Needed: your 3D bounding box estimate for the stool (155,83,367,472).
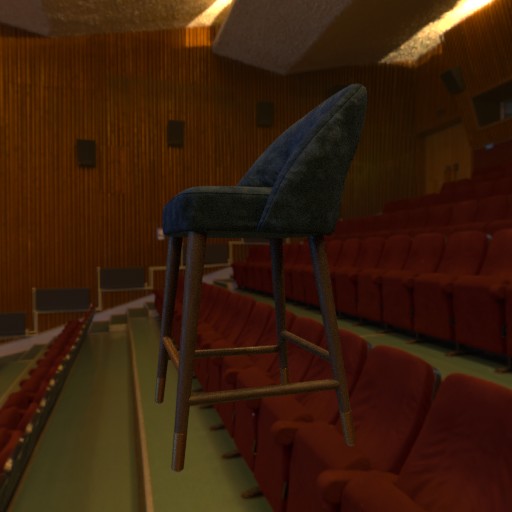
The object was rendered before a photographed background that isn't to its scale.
[{"bbox_3d":[0.000,0.000,1.243,0.524,0.925,0.536,0,1,-17],"label":"stool"}]
